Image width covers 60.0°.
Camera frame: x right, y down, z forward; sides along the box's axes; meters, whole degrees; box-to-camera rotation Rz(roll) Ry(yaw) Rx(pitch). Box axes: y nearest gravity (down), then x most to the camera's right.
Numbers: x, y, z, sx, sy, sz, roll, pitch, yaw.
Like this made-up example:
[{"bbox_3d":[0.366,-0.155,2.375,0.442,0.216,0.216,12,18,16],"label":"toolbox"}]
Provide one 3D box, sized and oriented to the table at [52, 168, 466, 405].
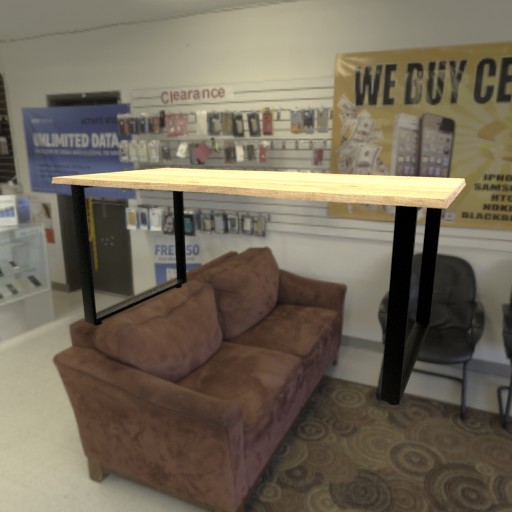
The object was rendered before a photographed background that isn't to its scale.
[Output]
[{"bbox_3d":[0.000,0.000,2.240,1.800,0.780,0.900,8,17,27],"label":"table"}]
